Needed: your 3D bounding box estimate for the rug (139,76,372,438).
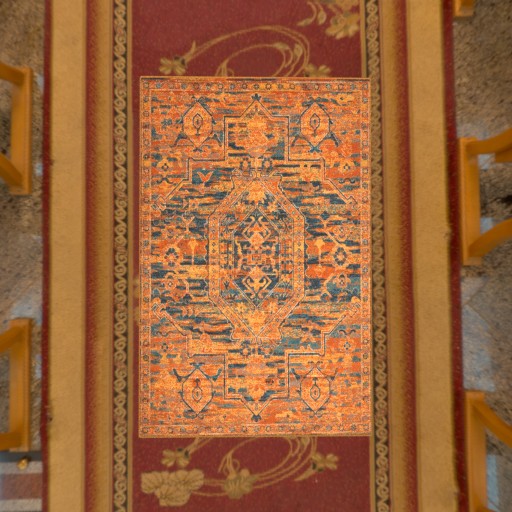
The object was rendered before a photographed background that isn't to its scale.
[{"bbox_3d":[0.000,0.000,1.063,0.557,0.008,0.863,0,89,-1],"label":"rug"}]
